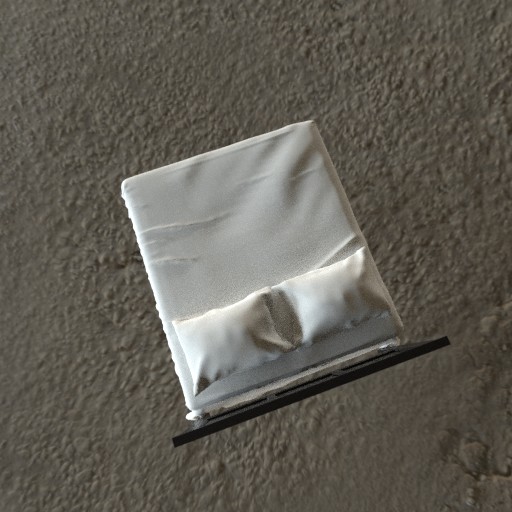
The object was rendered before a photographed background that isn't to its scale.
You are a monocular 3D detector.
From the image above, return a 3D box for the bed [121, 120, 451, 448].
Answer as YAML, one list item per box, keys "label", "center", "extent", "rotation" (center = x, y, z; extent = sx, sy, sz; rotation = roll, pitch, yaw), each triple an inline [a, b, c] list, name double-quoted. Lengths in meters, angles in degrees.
- label: "bed"
  center: [0.000, 0.000, 3.312]
  extent: [1.870, 1.270, 2.050]
  rotation: [-19, 77, -5]
